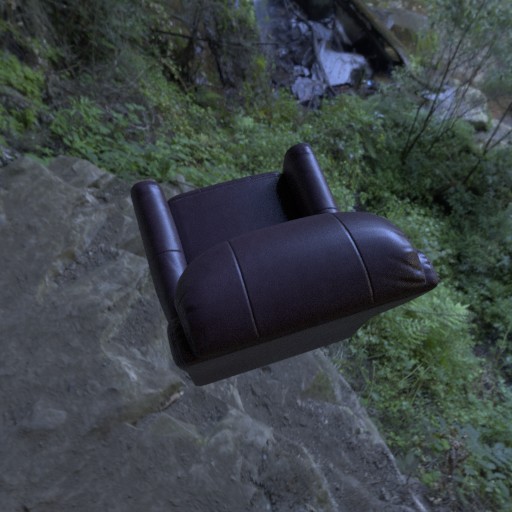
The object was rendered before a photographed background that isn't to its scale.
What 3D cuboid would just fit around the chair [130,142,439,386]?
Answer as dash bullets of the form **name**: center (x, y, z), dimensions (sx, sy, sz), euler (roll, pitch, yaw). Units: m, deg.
- **chair**: center (0.000, 0.000, 1.769), dimensions (0.838, 1.054, 1.014), euler (-16, 60, -10)
